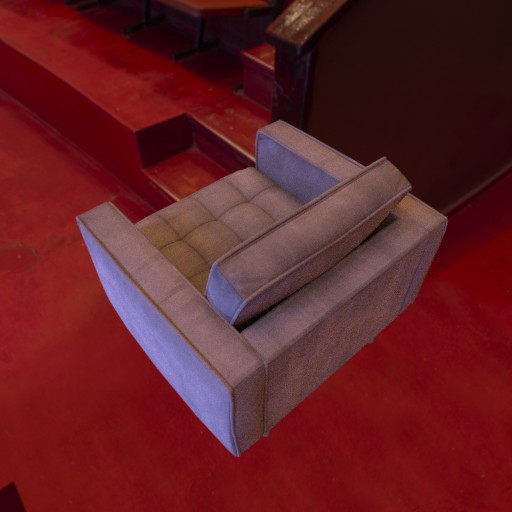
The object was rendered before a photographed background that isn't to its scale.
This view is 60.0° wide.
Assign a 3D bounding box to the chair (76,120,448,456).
[{"bbox_3d":[0.000,0.000,1.538,0.928,0.773,0.843,-33,55,-26],"label":"chair"}]
